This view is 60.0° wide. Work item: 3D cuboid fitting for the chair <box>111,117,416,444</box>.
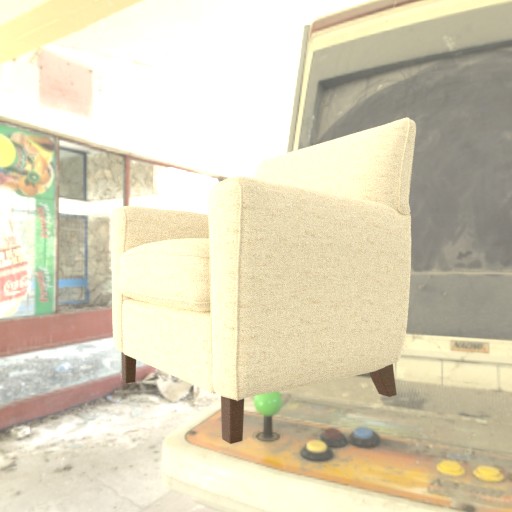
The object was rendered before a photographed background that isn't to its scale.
[{"bbox_3d":[0.000,0.000,1.599,0.823,0.943,0.870,1,-1,-37],"label":"chair"}]
